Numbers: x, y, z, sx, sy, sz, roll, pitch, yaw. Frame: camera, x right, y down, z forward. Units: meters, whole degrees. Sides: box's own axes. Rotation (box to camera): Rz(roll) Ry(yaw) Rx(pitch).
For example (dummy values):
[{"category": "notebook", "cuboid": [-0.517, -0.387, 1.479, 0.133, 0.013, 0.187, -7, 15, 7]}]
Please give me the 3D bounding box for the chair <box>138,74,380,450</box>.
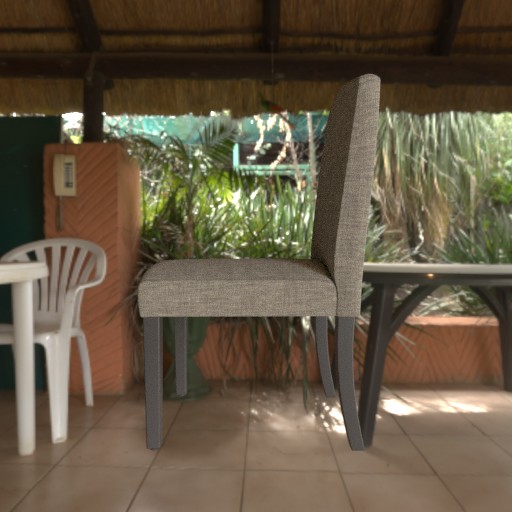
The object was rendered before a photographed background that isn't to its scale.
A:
[{"category": "chair", "cuboid": [0.000, 0.000, 1.246, 0.580, 0.917, 0.451, 0, 1, 0]}]
